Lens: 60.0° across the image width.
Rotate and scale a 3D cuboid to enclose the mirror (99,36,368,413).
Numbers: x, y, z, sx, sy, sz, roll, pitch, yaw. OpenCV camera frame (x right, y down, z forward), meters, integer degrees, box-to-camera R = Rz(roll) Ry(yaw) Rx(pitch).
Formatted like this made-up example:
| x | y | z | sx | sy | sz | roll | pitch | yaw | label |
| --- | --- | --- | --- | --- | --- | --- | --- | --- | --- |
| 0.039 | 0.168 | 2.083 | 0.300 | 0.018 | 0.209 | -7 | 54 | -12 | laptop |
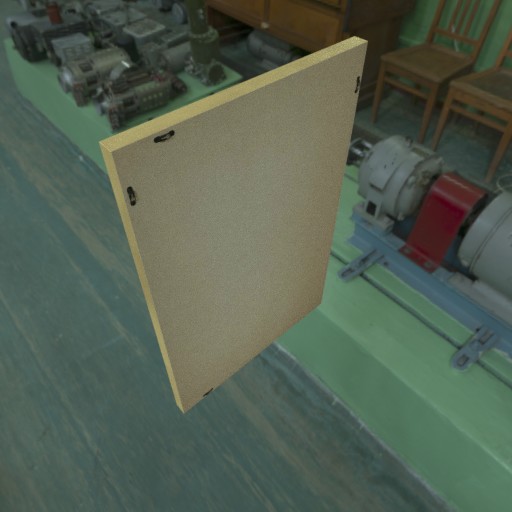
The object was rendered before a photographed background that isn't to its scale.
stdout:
| x | y | z | sx | sy | sz | roll | pitch | yaw | label |
| --- | --- | --- | --- | --- | --- | --- | --- | --- | --- |
| 0.000 | 0.000 | 1.137 | 0.609 | 0.915 | 0.041 | -34 | 55 | -27 | mirror |
